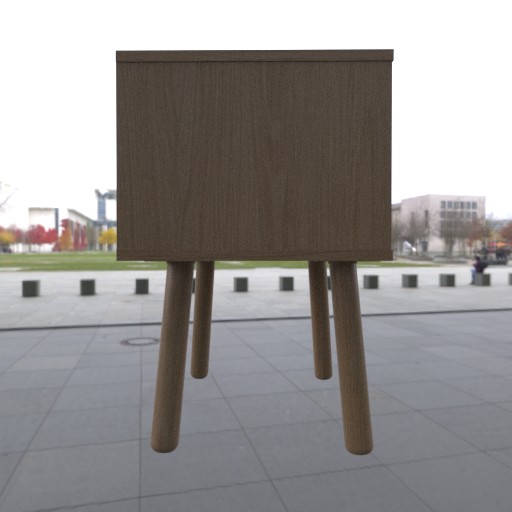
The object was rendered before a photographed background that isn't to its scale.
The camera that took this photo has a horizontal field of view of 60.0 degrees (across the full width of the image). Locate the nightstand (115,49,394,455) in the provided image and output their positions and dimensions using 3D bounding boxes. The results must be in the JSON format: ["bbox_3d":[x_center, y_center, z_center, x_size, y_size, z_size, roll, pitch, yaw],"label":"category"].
[{"bbox_3d":[0.000,0.000,0.834,0.380,0.571,0.450,0,1,1],"label":"nightstand"}]
